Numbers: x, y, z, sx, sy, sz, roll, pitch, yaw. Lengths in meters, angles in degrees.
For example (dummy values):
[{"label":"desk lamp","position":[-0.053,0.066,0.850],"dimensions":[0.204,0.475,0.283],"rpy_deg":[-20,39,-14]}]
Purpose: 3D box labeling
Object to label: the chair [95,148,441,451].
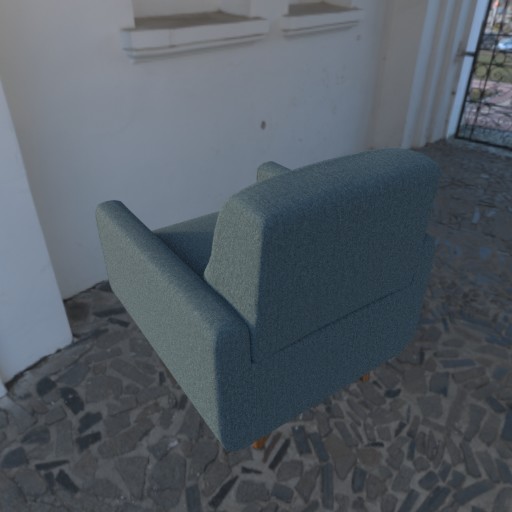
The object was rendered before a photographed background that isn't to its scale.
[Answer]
[{"label":"chair","position":[0.000,0.000,1.662],"dimensions":[0.880,0.940,0.964],"rpy_deg":[-20,37,-29]}]
